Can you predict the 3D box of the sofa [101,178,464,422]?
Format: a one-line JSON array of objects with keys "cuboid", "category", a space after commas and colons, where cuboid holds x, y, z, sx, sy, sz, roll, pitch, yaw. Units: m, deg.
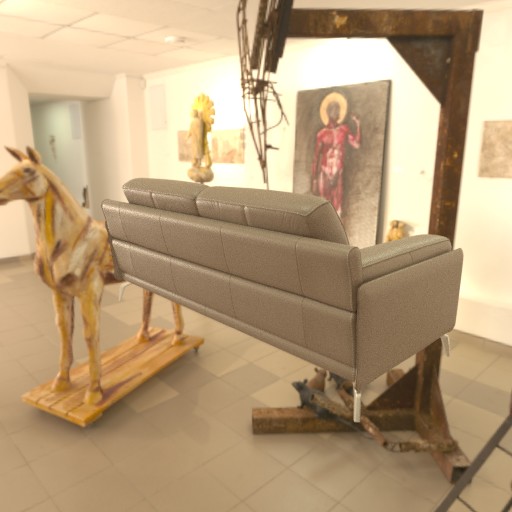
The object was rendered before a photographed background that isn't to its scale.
[{"cuboid": [0.000, 0.000, 2.682, 1.049, 0.930, 2.101, -14, 20, -43], "category": "sofa"}]
